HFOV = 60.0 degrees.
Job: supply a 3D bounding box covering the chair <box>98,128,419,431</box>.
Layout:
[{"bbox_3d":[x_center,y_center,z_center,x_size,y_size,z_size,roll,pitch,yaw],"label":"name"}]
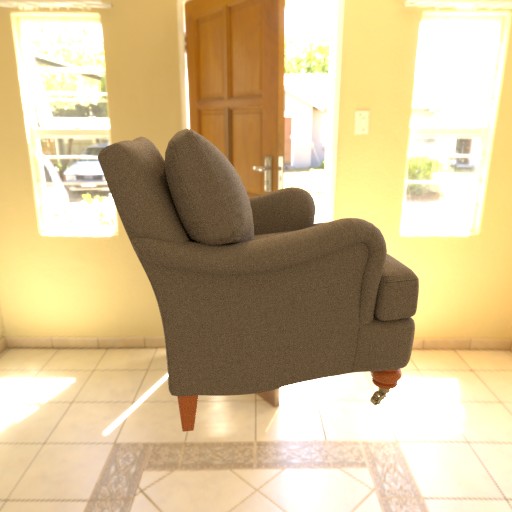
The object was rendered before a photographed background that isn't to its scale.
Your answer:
[{"bbox_3d":[0.000,0.000,1.882,1.070,1.038,0.955,-3,16,-9],"label":"chair"}]
